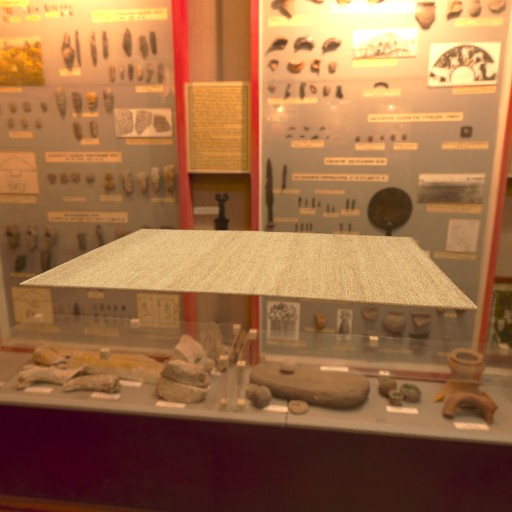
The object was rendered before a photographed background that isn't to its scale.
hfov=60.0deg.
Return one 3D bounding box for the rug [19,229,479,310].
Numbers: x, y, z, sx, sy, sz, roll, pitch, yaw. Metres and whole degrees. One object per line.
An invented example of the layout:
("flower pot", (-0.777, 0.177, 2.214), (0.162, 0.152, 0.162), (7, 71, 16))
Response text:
("rug", (0.000, 0.000, 2.922), (2.283, 0.030, 1.596), (2, 14, 9))
